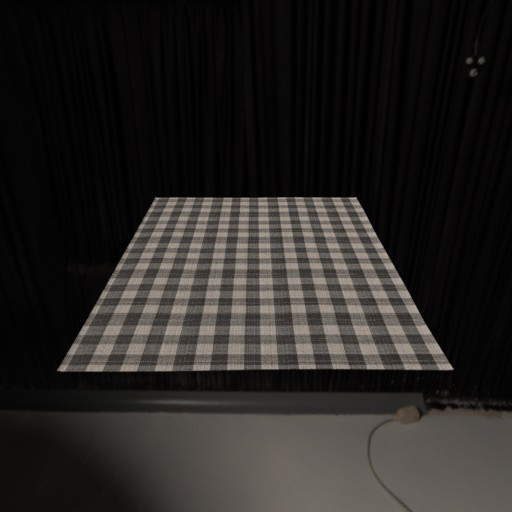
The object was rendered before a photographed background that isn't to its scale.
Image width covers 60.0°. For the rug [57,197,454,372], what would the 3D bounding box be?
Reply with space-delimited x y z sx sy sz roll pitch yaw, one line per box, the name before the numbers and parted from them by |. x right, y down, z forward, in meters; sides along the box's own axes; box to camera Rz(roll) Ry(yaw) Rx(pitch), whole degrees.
rug | 0.000 0.000 4.040 2.432 0.013 3.021 0 28 0
